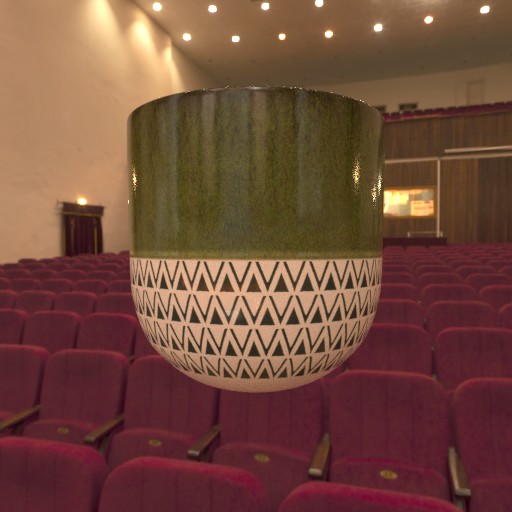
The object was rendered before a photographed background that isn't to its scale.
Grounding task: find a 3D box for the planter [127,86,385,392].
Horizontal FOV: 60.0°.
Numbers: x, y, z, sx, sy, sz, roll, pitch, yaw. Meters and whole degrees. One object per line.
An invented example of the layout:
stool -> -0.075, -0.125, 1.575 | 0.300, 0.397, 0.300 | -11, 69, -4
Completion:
planter -> 0.000, 0.000, 0.478 | 0.266, 0.270, 0.266 | 0, 1, 0
